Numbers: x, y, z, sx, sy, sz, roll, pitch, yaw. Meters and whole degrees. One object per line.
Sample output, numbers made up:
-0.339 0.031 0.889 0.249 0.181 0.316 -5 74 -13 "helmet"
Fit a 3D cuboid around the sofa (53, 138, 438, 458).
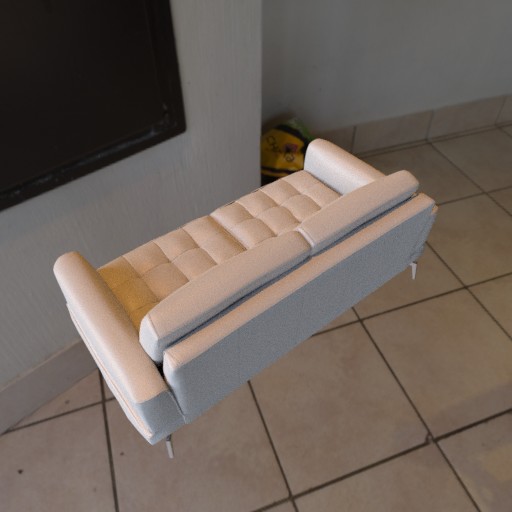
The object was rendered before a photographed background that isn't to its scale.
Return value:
0.000 0.000 2.738 2.177 0.930 1.121 -30 53 -25 "sofa"
